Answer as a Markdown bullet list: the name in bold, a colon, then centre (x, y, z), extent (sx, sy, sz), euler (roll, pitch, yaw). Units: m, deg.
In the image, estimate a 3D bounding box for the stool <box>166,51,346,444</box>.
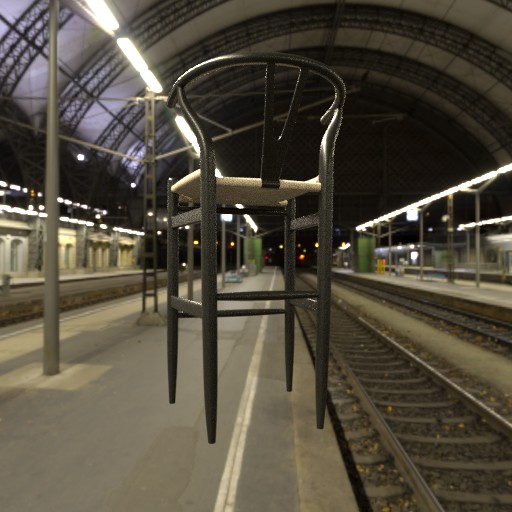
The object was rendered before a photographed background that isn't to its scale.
- **stool**: centre (0.000, 0.000, 1.439), extent (0.569, 1.072, 0.579), euler (0, -1, -18)
